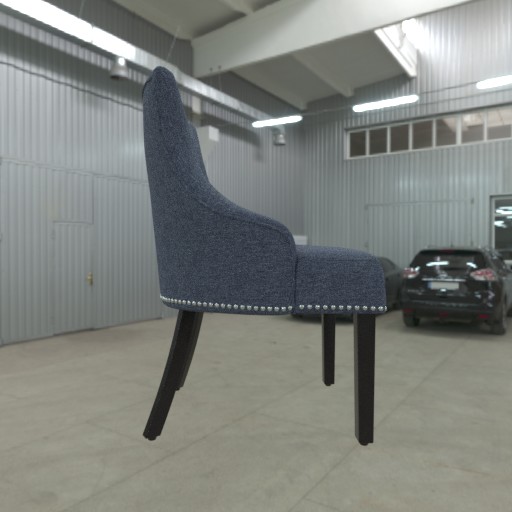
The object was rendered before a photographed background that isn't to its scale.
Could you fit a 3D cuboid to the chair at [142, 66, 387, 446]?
[{"bbox_3d":[0.000,0.000,1.302,0.629,0.909,0.566,0,1,-1],"label":"chair"}]
